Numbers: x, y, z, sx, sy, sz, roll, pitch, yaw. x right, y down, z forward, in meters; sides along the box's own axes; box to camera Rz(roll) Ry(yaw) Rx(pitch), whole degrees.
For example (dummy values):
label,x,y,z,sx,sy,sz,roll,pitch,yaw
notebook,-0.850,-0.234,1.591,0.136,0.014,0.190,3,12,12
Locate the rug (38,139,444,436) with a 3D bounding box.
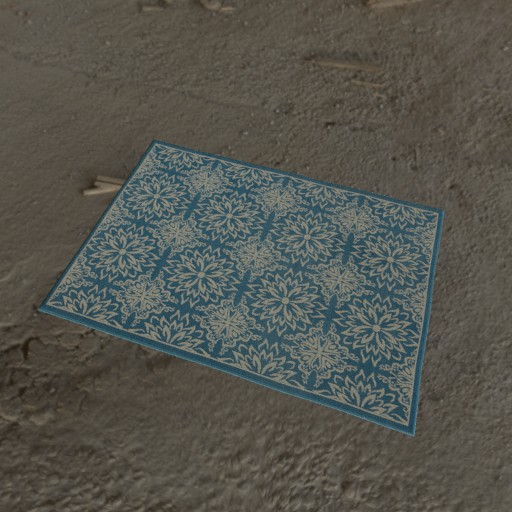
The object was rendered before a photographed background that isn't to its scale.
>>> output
label,x,y,z,sx,sy,sz,roll,pitch,yaw
rug,0.000,0.000,2.832,2.205,0.012,1.554,16,58,10
